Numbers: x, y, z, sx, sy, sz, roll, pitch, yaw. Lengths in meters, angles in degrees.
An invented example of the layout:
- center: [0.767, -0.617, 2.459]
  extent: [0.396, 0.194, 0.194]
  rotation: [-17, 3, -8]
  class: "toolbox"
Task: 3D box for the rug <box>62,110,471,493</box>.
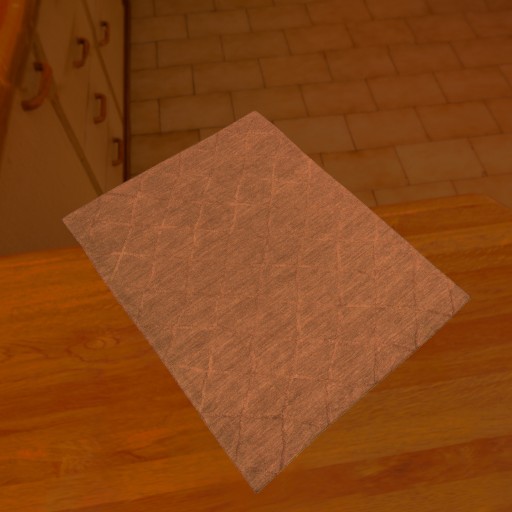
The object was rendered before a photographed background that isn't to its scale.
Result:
- center: [0.000, 0.000, 4.090]
  extent: [2.438, 0.013, 3.048]
  rotation: [-35, 66, -18]
  class: "rug"
